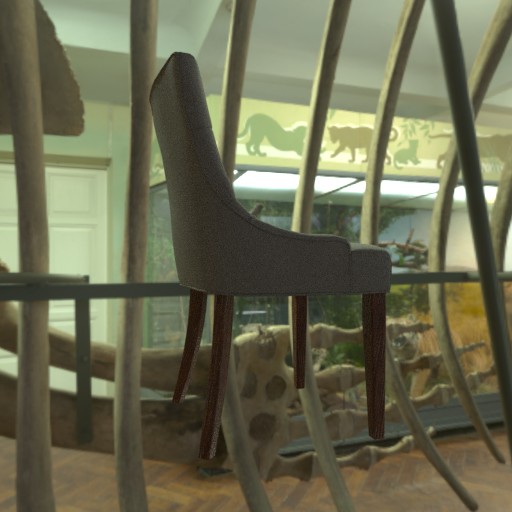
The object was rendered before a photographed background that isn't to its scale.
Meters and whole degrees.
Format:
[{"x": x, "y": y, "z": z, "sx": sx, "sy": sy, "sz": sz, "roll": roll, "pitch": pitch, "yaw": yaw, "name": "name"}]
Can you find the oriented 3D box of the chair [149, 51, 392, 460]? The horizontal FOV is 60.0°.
[{"x": 0.000, "y": 0.000, "z": 1.208, "sx": 0.565, "sy": 0.874, "sz": 0.509, "roll": 0, "pitch": -1, "yaw": -19, "name": "chair"}]
